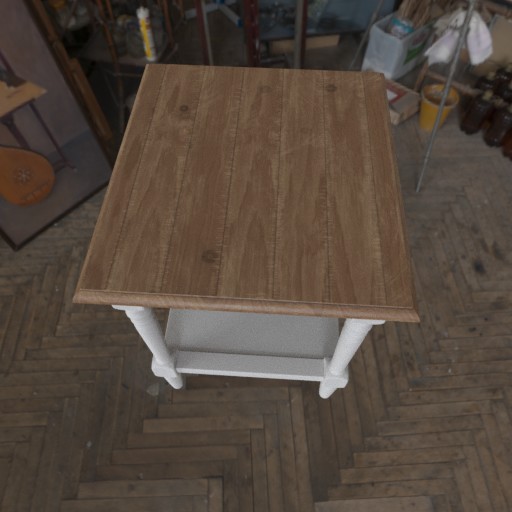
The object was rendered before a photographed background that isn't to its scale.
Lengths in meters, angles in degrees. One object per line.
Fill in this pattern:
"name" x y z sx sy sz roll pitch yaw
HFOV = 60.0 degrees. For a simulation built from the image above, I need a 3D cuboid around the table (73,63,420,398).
"table" 0.000 0.000 0.942 0.457 0.561 0.508 3 58 2
